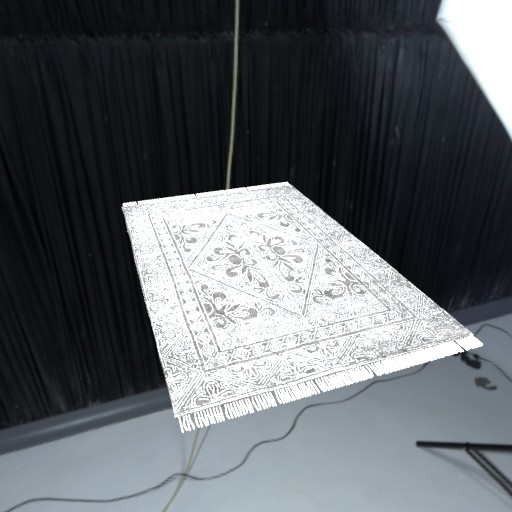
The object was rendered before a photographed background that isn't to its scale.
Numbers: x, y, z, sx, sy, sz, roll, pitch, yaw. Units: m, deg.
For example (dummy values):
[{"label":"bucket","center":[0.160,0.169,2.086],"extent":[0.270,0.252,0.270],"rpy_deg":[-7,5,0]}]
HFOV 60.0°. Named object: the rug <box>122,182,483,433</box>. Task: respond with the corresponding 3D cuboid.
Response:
[{"label":"rug","center":[0.000,0.000,2.952],"extent":[1.529,0.010,2.440],"rpy_deg":[-10,31,-17]}]
